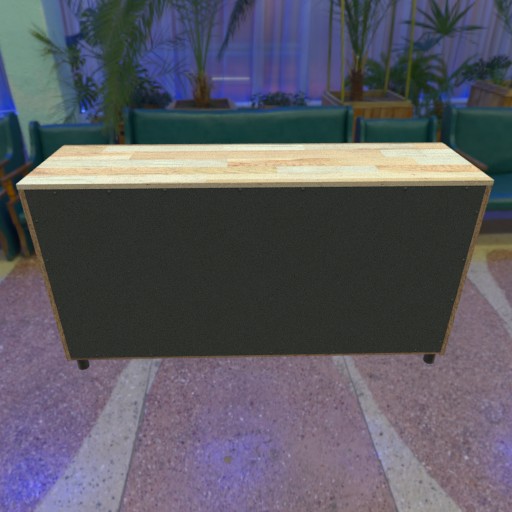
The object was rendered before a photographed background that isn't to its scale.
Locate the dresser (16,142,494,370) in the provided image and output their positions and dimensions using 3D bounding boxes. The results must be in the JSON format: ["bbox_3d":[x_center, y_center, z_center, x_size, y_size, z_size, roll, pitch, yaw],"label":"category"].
[{"bbox_3d":[0.000,0.000,1.852,1.547,0.834,0.487,-1,30,-1],"label":"dresser"}]
